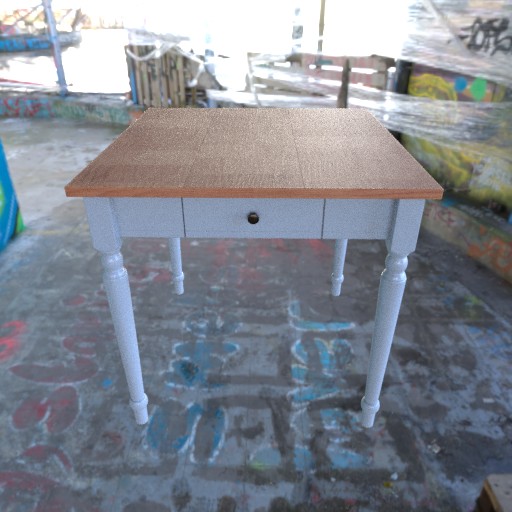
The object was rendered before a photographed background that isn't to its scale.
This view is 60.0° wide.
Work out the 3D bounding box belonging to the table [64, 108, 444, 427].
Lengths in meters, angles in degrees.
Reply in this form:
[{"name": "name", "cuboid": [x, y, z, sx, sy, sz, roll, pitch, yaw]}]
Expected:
[{"name": "table", "cuboid": [0.000, 0.000, 1.378, 0.747, 0.738, 0.747, 0, 30, 1]}]
